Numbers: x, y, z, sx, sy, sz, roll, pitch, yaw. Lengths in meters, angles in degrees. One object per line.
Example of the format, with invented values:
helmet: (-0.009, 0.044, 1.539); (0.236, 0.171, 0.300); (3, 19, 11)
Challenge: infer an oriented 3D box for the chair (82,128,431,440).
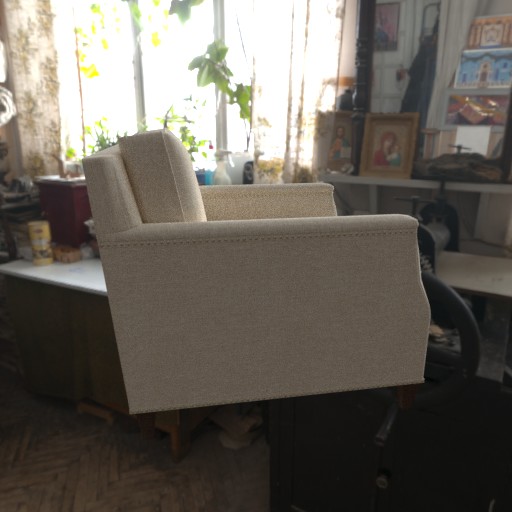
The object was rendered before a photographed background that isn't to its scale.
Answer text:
chair: (0.000, 0.000, 1.706); (1.041, 0.940, 0.838); (-3, 17, -10)
